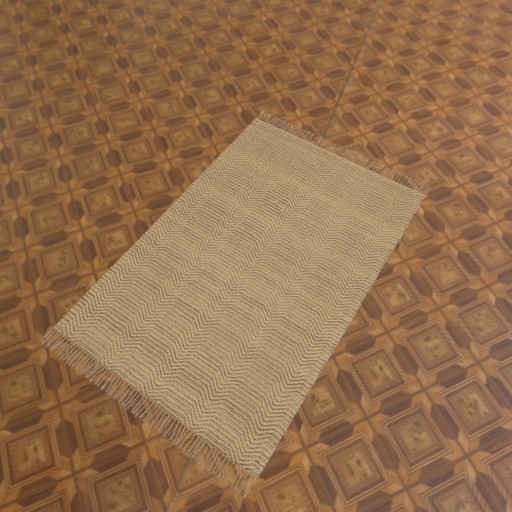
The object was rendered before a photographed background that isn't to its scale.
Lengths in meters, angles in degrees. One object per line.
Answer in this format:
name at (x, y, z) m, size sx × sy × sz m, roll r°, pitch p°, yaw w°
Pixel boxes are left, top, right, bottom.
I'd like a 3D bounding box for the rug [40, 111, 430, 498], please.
rug at (0.000, 0.000, 2.429) m, size 1.224 × 0.027 × 2.021 m, roll 29°, pitch 63°, yaw 17°
